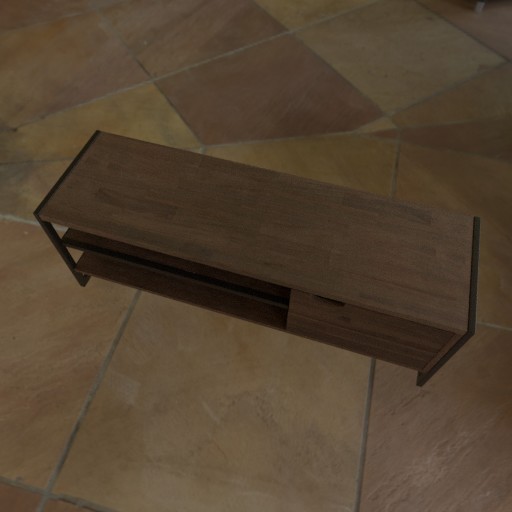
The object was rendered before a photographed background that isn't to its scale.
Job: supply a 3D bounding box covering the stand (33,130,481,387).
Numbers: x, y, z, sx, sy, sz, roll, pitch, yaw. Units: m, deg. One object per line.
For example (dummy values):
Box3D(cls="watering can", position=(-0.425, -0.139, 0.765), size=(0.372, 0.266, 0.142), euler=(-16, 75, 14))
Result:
Box3D(cls="stand", position=(0.000, 0.000, 1.738), size=(1.480, 0.506, 0.454), euler=(15, 58, 10))
